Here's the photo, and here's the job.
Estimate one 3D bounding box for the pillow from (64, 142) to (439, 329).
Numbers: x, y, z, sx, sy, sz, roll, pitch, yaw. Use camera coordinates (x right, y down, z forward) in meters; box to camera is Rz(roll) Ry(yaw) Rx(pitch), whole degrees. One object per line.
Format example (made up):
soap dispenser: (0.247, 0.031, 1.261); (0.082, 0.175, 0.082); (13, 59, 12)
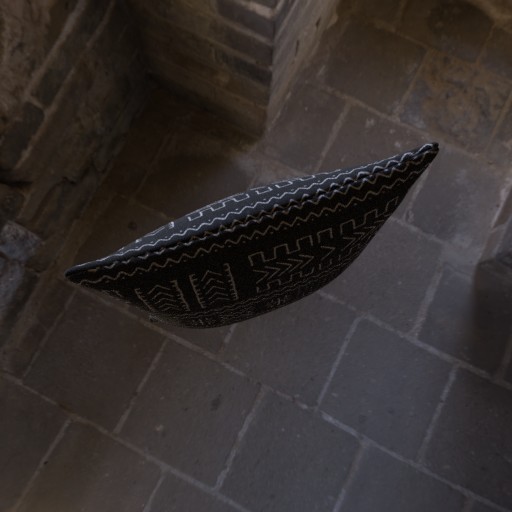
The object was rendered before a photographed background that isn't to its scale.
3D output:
pillow: (0.000, 0.000, 0.678); (0.438, 0.430, 0.164); (-20, 77, -5)
